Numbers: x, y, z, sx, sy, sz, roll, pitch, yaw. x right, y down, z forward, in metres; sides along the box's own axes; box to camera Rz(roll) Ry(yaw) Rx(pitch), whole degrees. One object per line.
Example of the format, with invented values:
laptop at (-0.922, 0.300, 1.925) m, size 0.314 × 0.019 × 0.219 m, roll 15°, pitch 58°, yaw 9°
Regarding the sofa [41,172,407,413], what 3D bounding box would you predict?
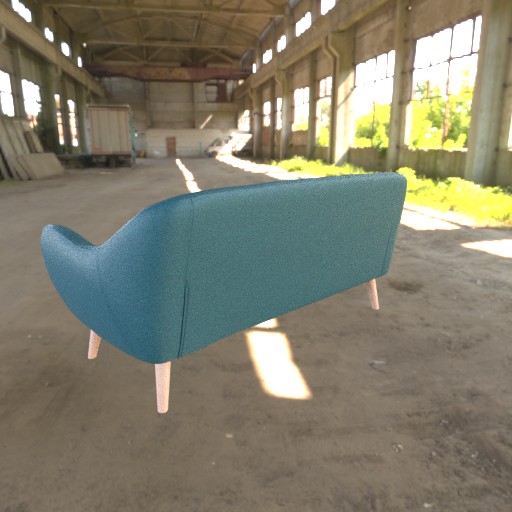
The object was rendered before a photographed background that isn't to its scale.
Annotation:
sofa at (0.000, 0.000, 2.258) m, size 1.840 × 0.836 × 0.820 m, roll -14°, pitch 20°, yaw -42°
